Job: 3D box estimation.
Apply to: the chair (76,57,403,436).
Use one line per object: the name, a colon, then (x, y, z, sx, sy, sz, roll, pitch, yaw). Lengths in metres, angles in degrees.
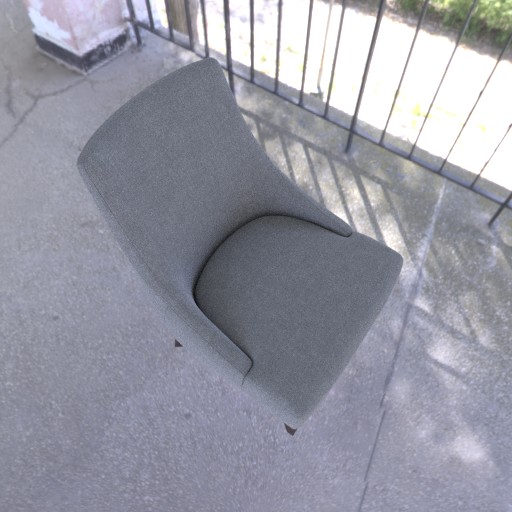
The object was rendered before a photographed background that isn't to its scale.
chair: (0.000, 0.000, 1.483, 0.861, 0.909, 0.701, 32, 63, 18)
